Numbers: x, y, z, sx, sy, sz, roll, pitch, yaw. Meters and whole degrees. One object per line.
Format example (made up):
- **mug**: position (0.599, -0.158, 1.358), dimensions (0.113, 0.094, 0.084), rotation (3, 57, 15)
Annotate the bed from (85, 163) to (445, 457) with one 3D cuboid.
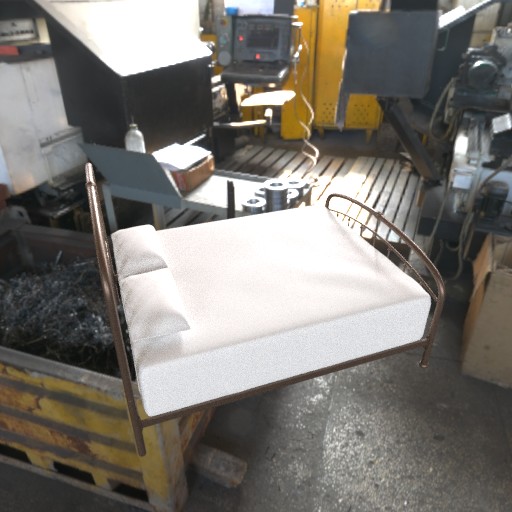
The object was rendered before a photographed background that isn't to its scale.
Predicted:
- **bed**: position (0.000, 0.000, 3.332), dimensions (2.168, 1.475, 1.711), rotation (-11, 33, -17)
